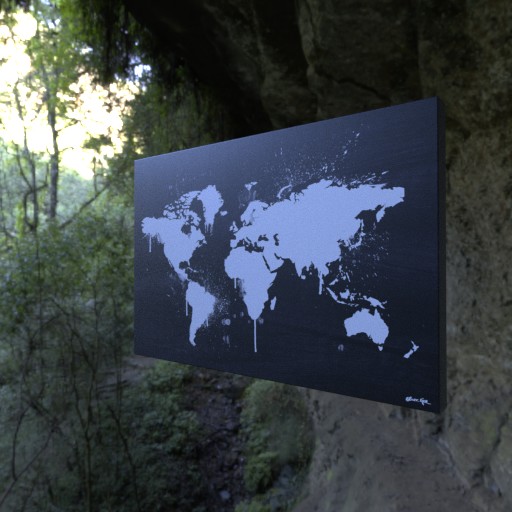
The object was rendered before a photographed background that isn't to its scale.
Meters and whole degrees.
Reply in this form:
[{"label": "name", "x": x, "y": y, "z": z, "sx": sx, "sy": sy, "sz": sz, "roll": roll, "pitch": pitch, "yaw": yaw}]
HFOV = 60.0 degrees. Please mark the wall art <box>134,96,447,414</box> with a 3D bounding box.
[{"label": "wall art", "x": 0.000, "y": 0.000, "z": 0.762, "sx": 0.610, "sy": 0.409, "sz": 0.038, "roll": 0, "pitch": -1, "yaw": 37}]
